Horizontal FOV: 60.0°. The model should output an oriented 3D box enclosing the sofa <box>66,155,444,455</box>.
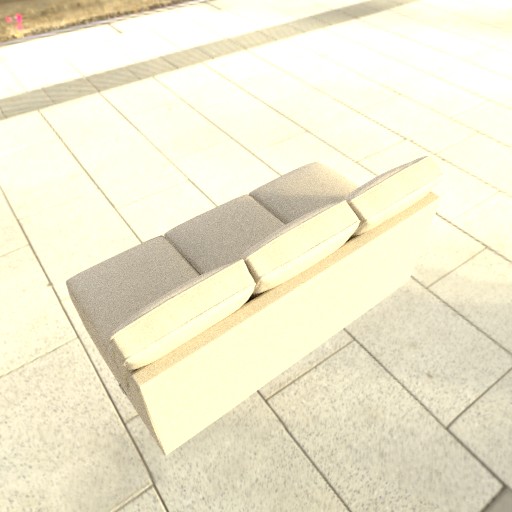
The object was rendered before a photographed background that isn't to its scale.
[{"bbox_3d":[0.000,0.000,2.598,1.962,0.973,1.027,-29,53,-25],"label":"sofa"}]
